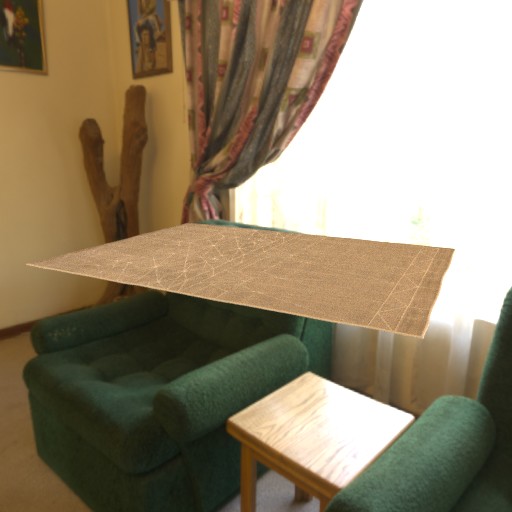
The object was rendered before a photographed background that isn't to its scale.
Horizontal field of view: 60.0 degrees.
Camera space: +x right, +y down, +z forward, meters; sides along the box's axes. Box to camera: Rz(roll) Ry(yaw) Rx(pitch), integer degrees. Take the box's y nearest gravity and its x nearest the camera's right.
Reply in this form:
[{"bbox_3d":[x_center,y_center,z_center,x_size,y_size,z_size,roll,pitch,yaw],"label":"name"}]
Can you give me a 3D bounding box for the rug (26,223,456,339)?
[{"bbox_3d":[0.000,0.000,4.240,3.357,0.019,2.449,7,16,27],"label":"rug"}]
